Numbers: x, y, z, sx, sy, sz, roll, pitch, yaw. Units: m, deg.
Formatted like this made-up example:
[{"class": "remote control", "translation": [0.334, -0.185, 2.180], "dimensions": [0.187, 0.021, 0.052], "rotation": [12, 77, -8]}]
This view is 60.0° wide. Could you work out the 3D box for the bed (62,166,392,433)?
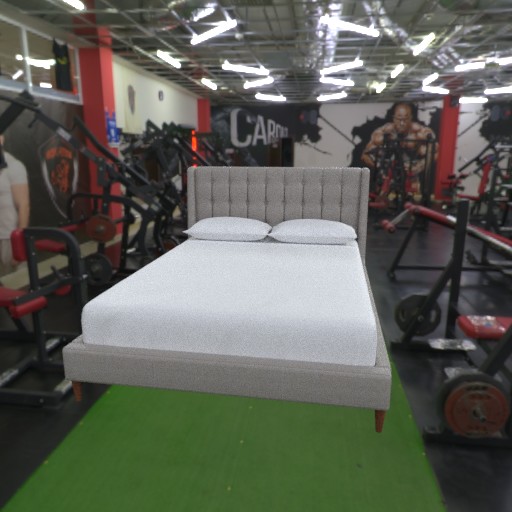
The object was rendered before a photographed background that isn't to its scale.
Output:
[{"class": "bed", "translation": [0.000, 0.000, 3.142], "dimensions": [1.656, 1.147, 2.232], "rotation": [2, 14, 10]}]
